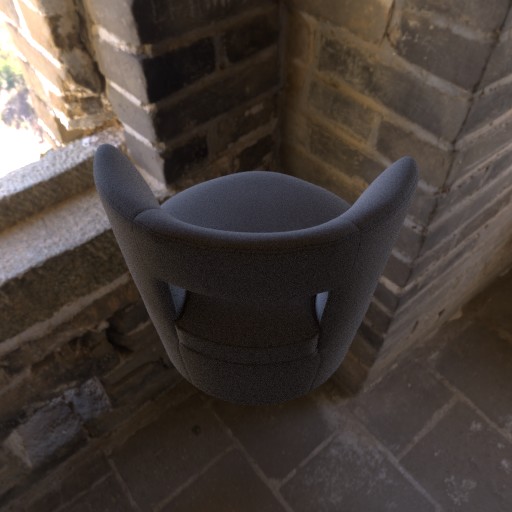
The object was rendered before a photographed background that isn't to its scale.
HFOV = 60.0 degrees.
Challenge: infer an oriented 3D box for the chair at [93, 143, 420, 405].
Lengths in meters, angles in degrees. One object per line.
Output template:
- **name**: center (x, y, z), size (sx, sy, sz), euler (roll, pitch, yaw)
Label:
- **chair**: center (0.000, 0.000, 1.218), size (0.689, 0.719, 0.660), euler (3, 46, 3)
